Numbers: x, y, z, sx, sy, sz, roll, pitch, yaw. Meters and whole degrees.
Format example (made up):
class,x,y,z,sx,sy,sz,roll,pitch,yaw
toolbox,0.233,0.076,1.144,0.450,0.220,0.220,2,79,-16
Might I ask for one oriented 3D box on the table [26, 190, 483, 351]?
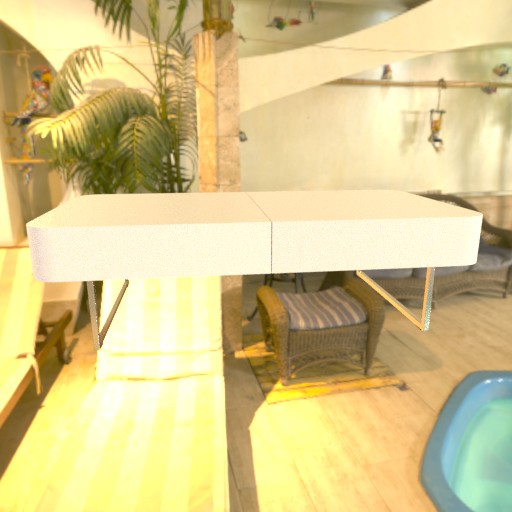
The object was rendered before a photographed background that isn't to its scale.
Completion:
class,x,y,z,sx,sy,sz,roll,pitch,yaw
table,0.000,0.000,1.437,1.200,0.340,0.600,-2,15,-7
